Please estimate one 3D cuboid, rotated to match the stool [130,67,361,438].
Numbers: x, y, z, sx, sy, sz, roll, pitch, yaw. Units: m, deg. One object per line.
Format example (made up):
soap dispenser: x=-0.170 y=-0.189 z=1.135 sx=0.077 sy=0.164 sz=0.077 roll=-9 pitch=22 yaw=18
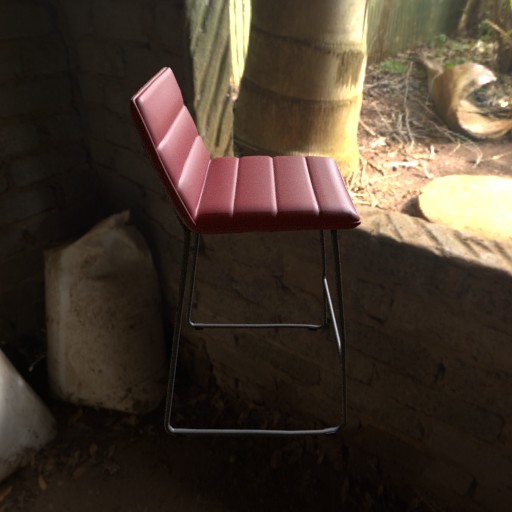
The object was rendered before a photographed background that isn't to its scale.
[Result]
stool: x=0.000 y=0.000 z=1.239 sx=0.524 sy=0.937 sz=0.489 roll=0 pitch=32 yaw=0
